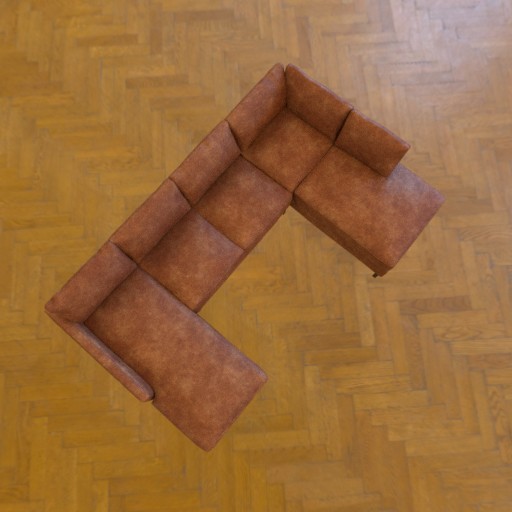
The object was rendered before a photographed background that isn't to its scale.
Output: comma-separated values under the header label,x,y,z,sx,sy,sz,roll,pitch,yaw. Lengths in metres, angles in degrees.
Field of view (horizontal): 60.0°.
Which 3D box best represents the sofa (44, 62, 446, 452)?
label,x,y,z,sx,sy,sz,roll,pitch,yaw
sofa,0.000,0.000,3.817,1.939,0.900,2.956,39,79,9
